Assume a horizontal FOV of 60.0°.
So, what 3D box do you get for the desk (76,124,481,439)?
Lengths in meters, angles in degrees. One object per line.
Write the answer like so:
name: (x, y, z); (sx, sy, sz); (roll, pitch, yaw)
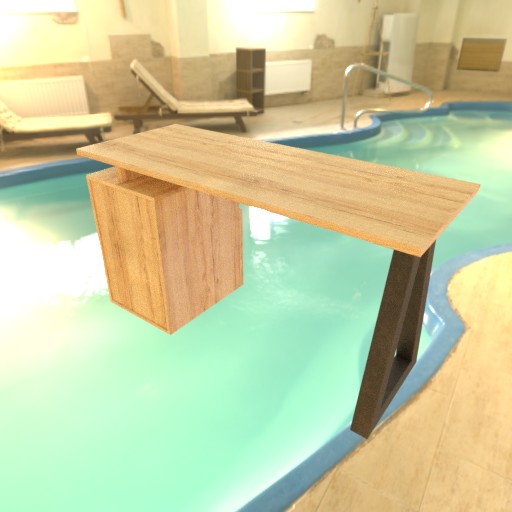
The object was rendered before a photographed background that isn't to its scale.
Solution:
desk: (0.000, 0.000, 1.791); (1.400, 0.760, 0.550); (20, 35, 32)
